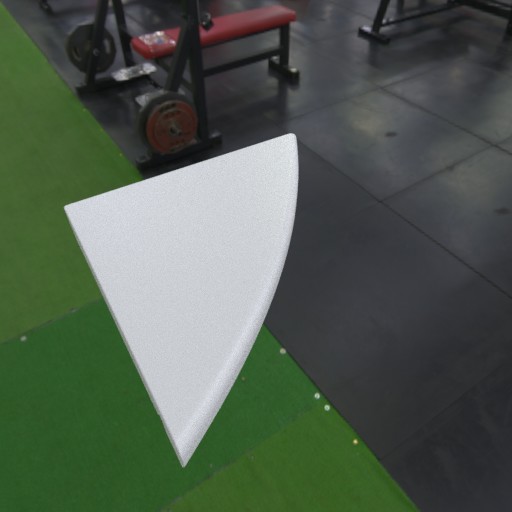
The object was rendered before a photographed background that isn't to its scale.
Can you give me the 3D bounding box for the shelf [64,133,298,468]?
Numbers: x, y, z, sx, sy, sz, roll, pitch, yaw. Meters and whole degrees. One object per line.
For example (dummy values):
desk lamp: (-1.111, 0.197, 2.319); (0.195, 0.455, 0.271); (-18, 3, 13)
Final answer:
shelf: (0.000, 0.000, 0.470); (0.310, 0.050, 0.310); (-24, 51, -21)
